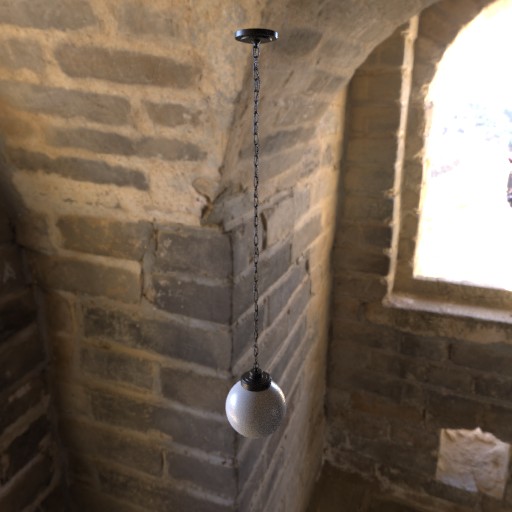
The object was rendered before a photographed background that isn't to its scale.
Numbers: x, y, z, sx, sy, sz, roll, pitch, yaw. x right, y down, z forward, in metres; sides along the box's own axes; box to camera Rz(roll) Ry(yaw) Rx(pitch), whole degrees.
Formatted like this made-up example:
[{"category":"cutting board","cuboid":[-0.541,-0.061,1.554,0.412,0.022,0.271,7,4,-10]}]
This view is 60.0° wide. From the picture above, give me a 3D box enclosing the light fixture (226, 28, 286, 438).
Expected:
[{"category":"light fixture","cuboid":[0.000,0.000,2.034,0.305,1.867,0.304,-7,16,-26]}]
